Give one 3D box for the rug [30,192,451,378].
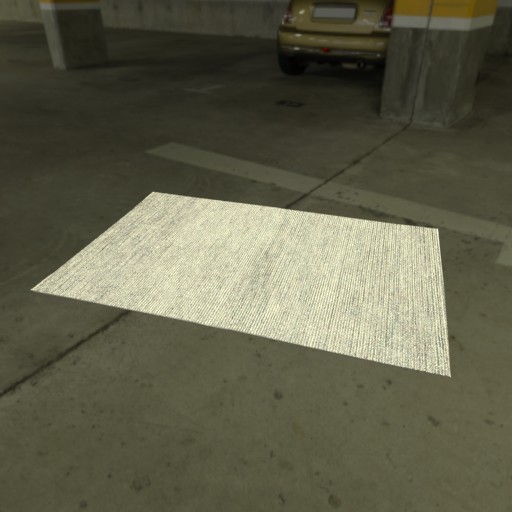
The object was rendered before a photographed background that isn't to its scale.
[{"bbox_3d":[0.000,0.000,2.241,1.789,0.021,1.159,9,33,15],"label":"rug"}]
